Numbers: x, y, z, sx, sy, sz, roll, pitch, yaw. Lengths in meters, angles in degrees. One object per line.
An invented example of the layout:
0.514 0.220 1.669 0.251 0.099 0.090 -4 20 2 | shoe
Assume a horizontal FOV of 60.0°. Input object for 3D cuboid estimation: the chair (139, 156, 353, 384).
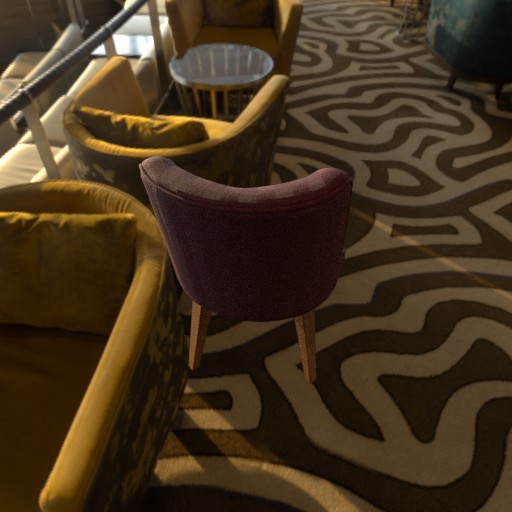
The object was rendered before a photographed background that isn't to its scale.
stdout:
0.000 0.000 1.344 0.548 0.916 0.638 5 45 5 | chair
